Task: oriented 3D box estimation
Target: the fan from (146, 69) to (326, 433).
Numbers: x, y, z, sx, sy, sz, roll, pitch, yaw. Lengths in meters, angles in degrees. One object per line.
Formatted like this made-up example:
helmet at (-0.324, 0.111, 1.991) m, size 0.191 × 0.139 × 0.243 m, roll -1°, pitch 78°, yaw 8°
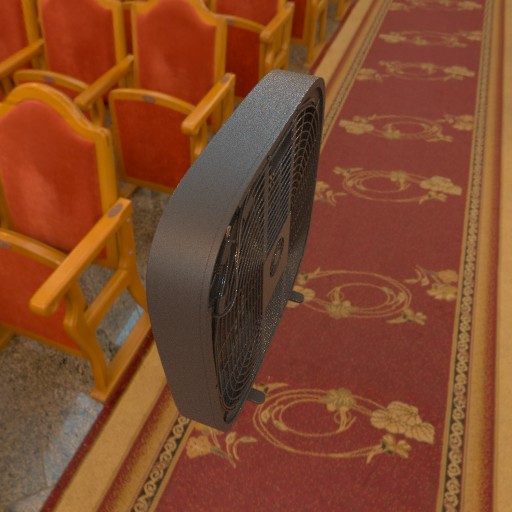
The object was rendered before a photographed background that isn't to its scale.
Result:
fan at (0.000, 0.000, 0.793) m, size 0.142 × 0.533 × 0.526 m, roll 16°, pitch 49°, yaw 14°
